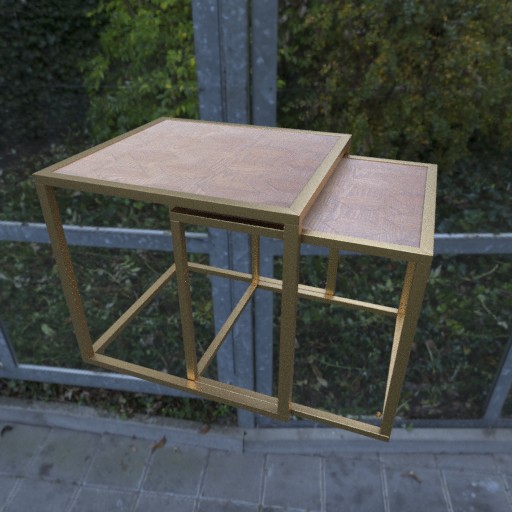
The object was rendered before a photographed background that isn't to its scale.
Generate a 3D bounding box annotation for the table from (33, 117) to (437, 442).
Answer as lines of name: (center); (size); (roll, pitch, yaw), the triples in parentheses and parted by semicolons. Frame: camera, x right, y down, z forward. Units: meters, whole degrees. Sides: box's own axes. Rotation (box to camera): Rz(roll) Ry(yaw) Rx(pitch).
table: (0.000, 0.000, 1.097); (0.762, 0.505, 0.505); (11, 32, 17)
